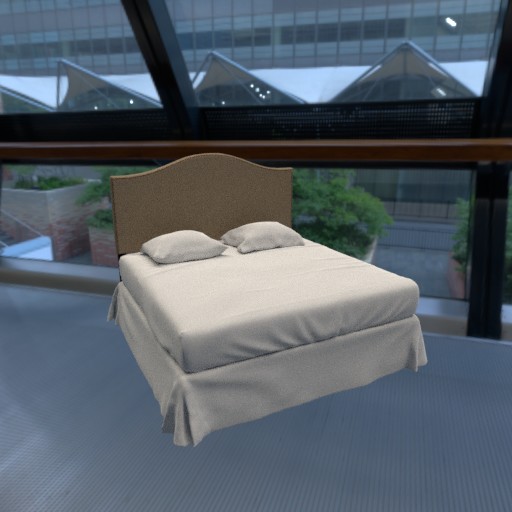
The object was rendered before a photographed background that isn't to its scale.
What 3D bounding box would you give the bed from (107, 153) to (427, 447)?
[{"bbox_3d":[0.000,0.000,3.869,2.311,1.651,2.222,-8,18,-26],"label":"bed"}]
